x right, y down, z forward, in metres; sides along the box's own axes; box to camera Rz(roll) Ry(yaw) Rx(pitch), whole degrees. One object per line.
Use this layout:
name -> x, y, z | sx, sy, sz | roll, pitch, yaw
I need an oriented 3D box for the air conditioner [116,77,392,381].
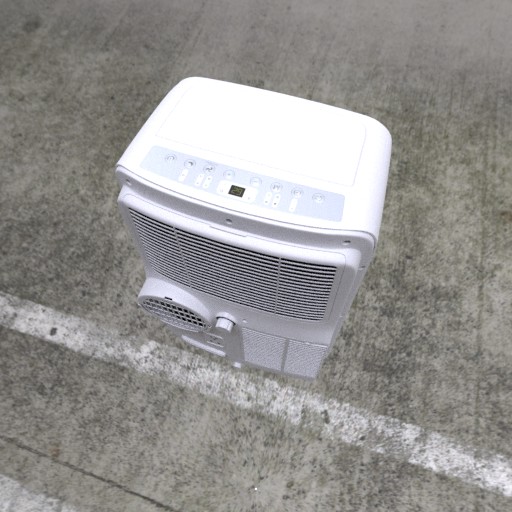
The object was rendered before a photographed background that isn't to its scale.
air conditioner -> 0.000, 0.000, 0.973 | 0.454, 0.700, 0.365 | 16, 63, 8
